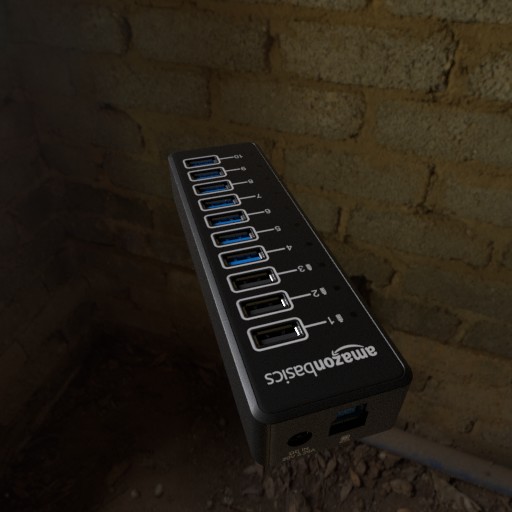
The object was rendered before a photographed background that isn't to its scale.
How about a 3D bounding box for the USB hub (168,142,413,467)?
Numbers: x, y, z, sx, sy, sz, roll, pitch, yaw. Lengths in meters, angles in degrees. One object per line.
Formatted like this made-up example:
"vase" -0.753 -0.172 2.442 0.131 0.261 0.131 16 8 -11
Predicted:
"USB hub" 0.000 0.000 0.169 0.044 0.023 0.145 -11 42 -13
